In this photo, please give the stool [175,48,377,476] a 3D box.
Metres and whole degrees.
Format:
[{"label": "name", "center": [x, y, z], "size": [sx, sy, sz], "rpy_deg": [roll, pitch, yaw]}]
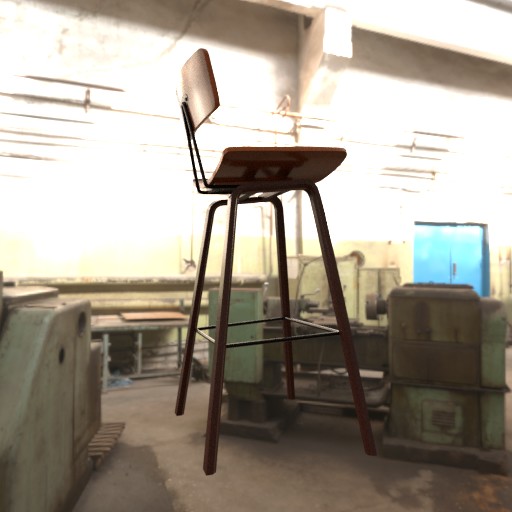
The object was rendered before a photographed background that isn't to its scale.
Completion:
[{"label": "stool", "center": [0.000, 0.000, 1.247], "size": [0.440, 0.969, 0.509], "rpy_deg": [1, -2, -19]}]
